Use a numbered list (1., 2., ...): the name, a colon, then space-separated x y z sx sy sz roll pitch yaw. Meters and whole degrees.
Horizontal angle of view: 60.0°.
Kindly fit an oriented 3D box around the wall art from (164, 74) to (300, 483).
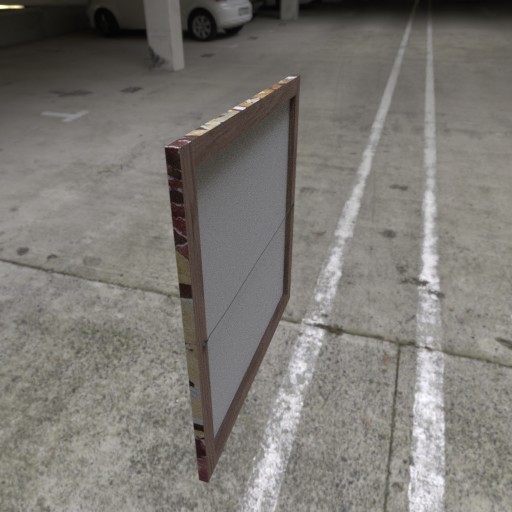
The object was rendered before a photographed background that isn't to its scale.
1. wall art: 0.000 0.000 1.122 0.028 0.762 0.757 9 31 15
